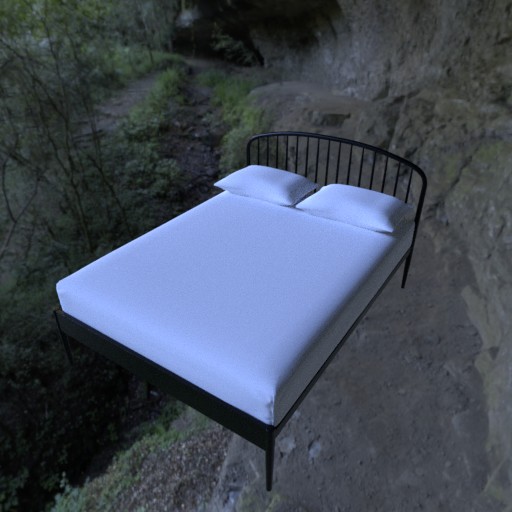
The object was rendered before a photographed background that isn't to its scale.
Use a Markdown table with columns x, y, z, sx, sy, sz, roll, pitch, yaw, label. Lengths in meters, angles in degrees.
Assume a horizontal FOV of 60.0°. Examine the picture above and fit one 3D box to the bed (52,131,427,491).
| x | y | z | sx | sy | sz | roll | pitch | yaw | label |
| --- | --- | --- | --- | --- | --- | --- | --- | --- | --- |
| 0.000 | 0.000 | 3.070 | 1.618 | 1.166 | 2.159 | 19 | 36 | 28 | bed |
